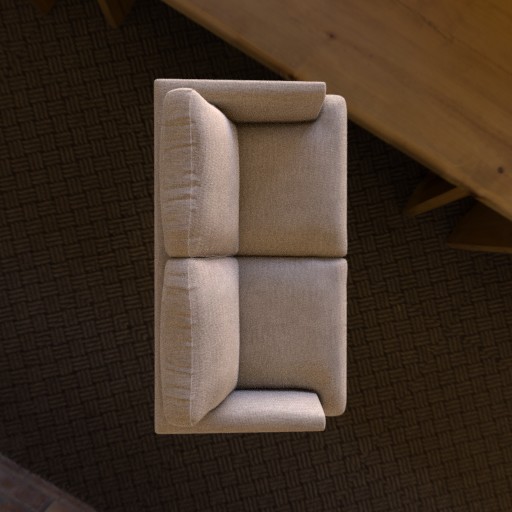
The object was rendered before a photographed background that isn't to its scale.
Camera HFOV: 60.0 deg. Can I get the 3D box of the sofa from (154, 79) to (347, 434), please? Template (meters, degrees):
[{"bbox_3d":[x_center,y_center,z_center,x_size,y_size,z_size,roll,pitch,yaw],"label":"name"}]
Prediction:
[{"bbox_3d":[0.000,0.000,2.157,0.903,0.944,1.582,0,91,-2],"label":"sofa"}]
